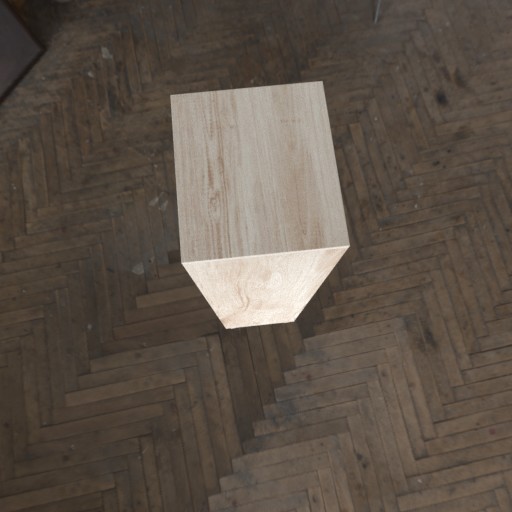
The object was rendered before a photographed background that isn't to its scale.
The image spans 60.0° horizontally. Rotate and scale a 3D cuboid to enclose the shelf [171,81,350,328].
[{"bbox_3d":[0.000,0.000,2.187,0.450,1.960,0.510,-6,75,-2],"label":"shelf"}]
